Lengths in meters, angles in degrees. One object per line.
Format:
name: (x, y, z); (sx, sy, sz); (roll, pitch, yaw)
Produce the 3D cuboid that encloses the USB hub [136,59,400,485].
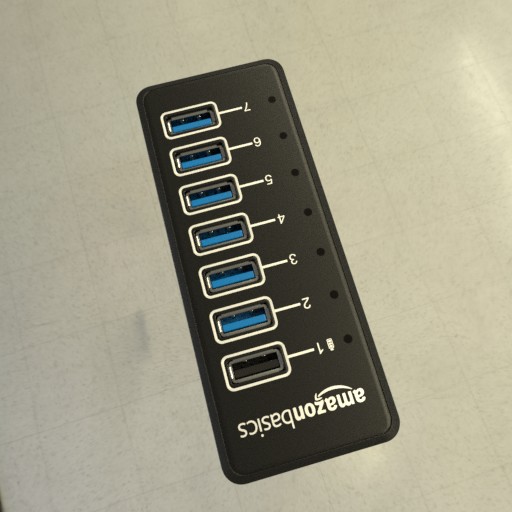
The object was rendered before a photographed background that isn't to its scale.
USB hub: (0.000, 0.000, 0.128); (0.044, 0.023, 0.110); (-15, 76, -4)
